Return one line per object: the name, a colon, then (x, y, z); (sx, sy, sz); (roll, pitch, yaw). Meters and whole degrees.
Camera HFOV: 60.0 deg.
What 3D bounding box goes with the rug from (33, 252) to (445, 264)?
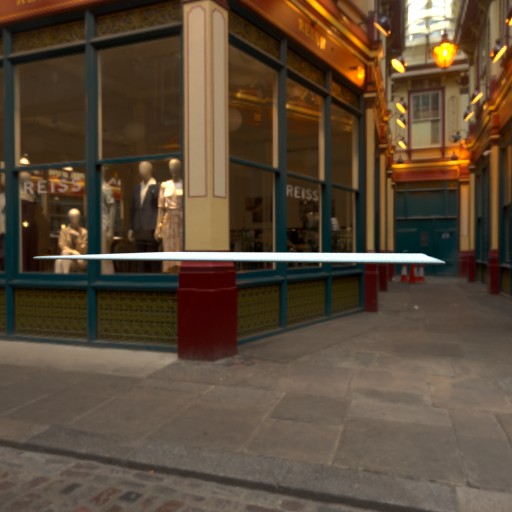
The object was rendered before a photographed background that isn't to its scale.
rug: (0.000, 0.000, 2.980); (2.205, 0.014, 1.589); (0, 2, 18)
